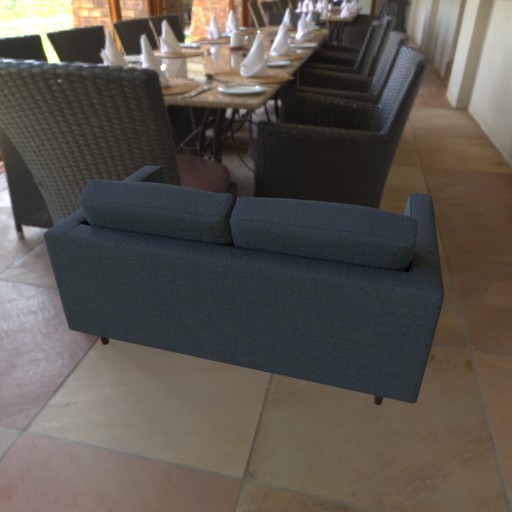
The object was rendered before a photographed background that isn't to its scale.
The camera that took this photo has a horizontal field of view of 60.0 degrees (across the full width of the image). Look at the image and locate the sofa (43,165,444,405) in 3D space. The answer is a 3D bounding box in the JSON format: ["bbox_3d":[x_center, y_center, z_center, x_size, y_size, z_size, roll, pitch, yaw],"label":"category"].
[{"bbox_3d":[0.000,0.000,2.278,1.659,0.907,0.999,9,32,14],"label":"sofa"}]
